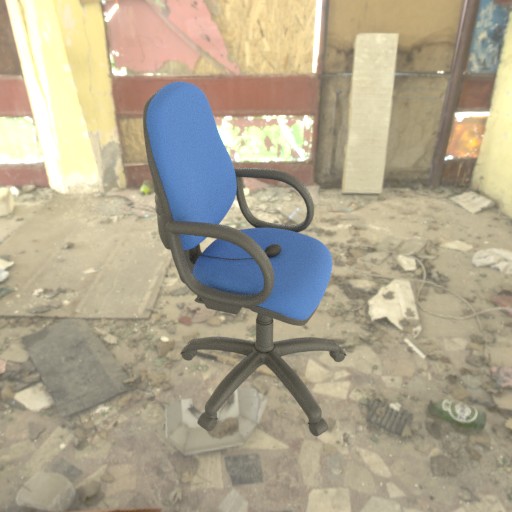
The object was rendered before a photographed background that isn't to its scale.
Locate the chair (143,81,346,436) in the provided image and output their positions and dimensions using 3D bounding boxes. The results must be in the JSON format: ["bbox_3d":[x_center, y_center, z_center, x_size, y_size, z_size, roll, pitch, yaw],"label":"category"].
[{"bbox_3d":[0.000,0.000,1.264,0.549,0.905,0.552,10,30,17],"label":"chair"}]
